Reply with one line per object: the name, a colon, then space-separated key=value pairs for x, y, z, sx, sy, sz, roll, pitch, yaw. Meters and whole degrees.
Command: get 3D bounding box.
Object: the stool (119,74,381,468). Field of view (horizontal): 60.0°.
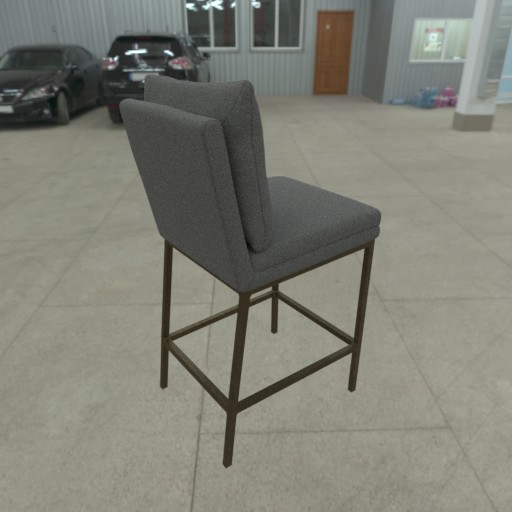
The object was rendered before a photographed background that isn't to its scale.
stool: x=0.000 y=0.000 z=1.332 sx=0.569 sy=1.030 sz=0.463 roll=-19 pitch=32 yaw=-33
